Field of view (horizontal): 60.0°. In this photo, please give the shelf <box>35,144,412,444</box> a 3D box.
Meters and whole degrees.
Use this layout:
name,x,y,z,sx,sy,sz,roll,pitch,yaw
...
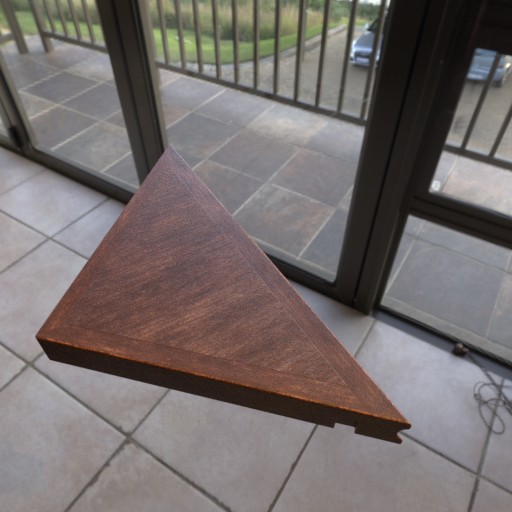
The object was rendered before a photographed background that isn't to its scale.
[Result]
name,x,y,z,sx,sy,sz,roll,pitch,yaw
shelf,0.000,0.000,0.443,0.296,0.035,0.296,10,47,10
